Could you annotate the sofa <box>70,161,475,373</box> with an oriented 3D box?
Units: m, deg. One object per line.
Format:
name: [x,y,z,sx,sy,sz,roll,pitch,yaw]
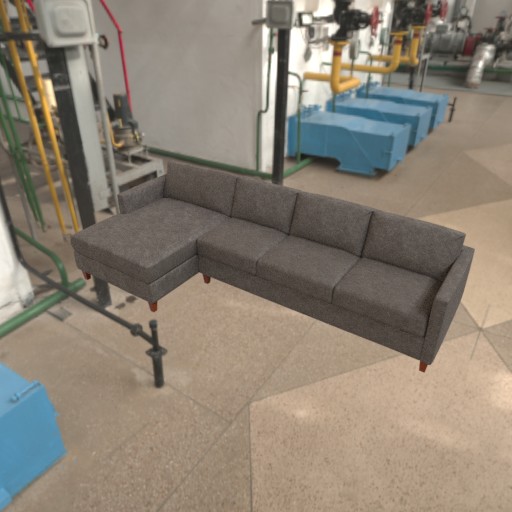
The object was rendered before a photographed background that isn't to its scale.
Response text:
sofa: [0.000,0.000,4.173,3.471,0.954,1.606,19,36,29]
